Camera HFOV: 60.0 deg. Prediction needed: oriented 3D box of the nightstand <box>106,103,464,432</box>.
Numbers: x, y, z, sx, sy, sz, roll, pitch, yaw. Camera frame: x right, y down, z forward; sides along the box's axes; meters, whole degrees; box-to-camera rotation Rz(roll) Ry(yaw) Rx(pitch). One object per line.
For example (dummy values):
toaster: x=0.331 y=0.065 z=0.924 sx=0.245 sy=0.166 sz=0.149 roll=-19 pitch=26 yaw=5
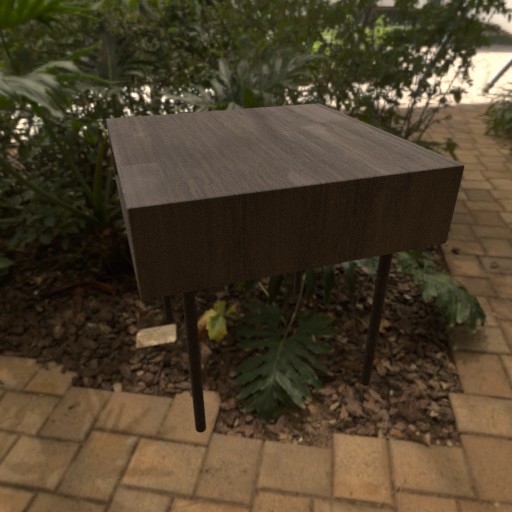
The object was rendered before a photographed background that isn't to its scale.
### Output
nightstand: x=0.000 y=0.000 z=0.931 sx=0.503 sy=0.497 sz=0.502 roll=-10 pitch=31 yaw=-17
